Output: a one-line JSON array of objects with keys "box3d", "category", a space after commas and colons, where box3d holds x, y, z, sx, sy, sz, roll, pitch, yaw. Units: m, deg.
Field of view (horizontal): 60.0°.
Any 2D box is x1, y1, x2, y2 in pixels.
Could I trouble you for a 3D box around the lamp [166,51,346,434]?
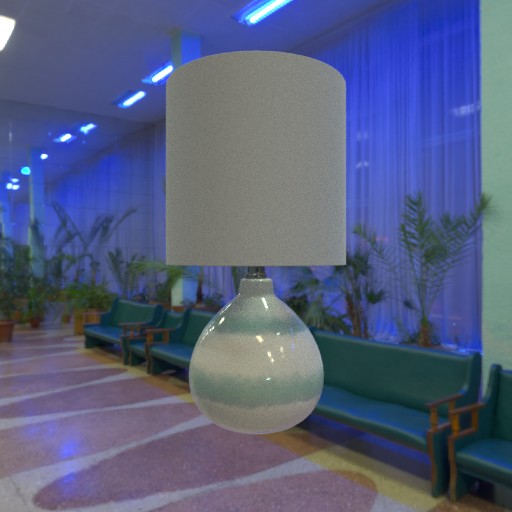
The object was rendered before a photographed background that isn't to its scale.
[{"box3d": [0.000, 0.000, 0.544, 0.217, 0.404, 0.217, 0, 0, -37], "category": "lamp"}]
